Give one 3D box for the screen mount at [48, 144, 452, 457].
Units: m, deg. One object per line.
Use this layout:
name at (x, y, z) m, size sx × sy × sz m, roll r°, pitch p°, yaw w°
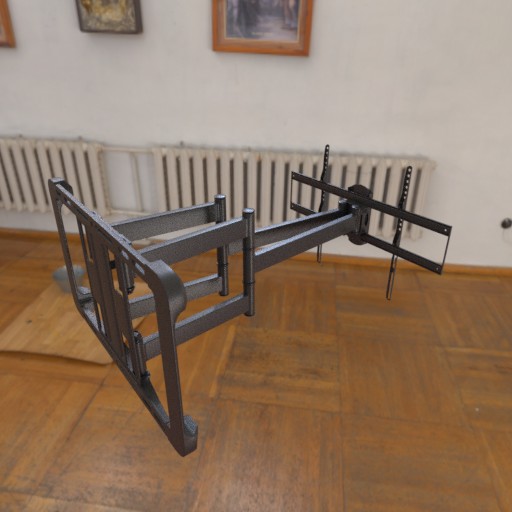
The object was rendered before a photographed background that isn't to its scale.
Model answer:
screen mount at (0.000, 0.000, 1.316) m, size 0.905 × 0.483 × 0.725 m, roll -19°, pitch 33°, yaw -32°
